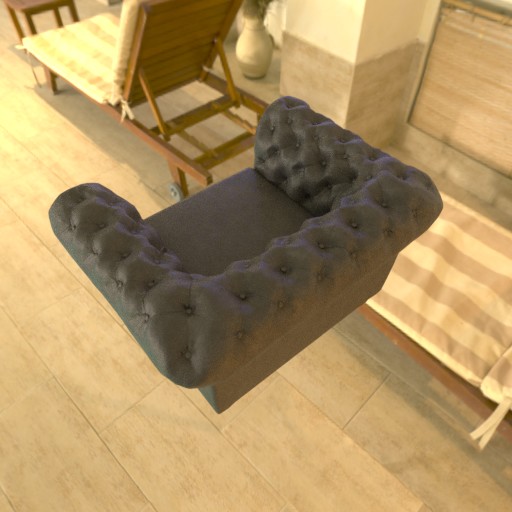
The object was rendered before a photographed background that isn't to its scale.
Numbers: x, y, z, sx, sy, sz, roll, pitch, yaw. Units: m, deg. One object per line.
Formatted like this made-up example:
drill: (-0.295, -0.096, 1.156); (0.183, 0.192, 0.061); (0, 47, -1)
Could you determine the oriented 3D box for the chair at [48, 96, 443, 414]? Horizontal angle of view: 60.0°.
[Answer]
chair: (0.000, 0.000, 1.907); (1.298, 0.780, 0.943); (-31, 55, -25)
